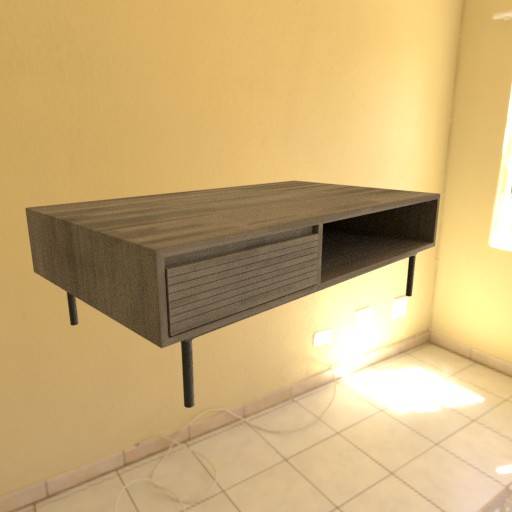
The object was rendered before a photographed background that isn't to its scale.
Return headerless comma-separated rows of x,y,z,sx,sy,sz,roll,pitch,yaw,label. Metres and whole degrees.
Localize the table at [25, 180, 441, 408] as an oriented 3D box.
0.000,0.000,1.366,1.088,0.347,0.643,-14,21,-42,table
